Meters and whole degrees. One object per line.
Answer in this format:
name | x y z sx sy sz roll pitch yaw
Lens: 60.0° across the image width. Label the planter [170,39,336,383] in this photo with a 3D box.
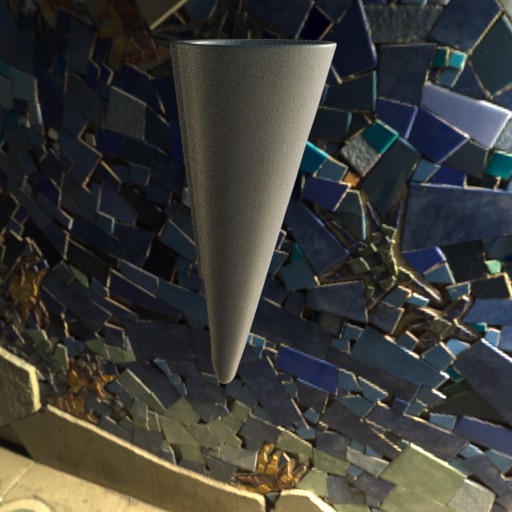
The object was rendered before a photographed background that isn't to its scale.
planter | 0.000 0.000 0.220 0.064 0.191 0.057 19 33 31
